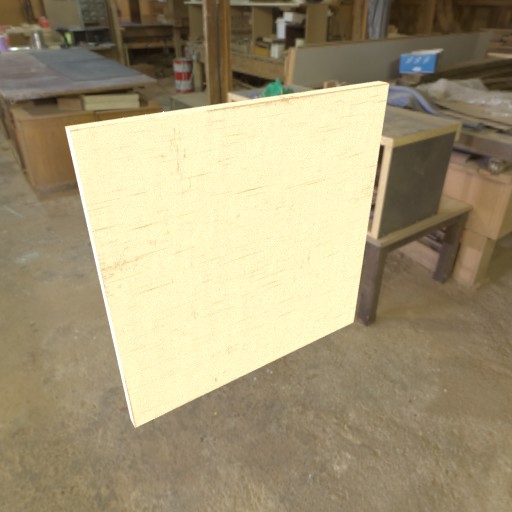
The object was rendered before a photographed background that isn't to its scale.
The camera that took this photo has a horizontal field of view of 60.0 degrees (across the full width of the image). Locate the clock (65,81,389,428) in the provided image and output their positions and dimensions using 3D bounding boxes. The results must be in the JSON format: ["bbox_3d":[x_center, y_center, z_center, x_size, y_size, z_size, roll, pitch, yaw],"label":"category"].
[{"bbox_3d":[0.000,0.000,1.042,0.705,0.705,0.032,-19,36,-28],"label":"clock"}]
